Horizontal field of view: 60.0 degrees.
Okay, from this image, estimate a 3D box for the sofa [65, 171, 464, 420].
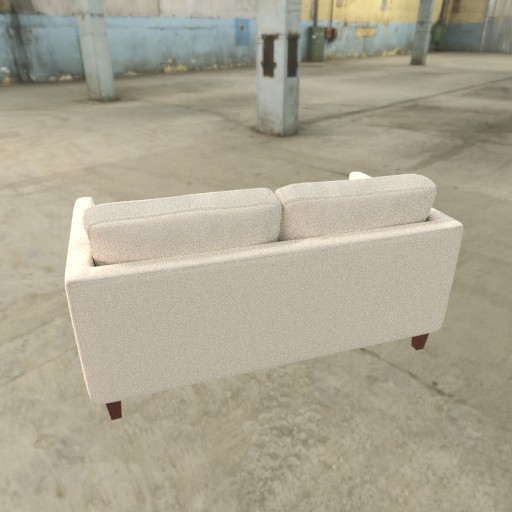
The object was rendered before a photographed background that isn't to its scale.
[{"bbox_3d":[0.000,0.000,2.252,1.702,0.888,0.964,-8,27,-16],"label":"sofa"}]
